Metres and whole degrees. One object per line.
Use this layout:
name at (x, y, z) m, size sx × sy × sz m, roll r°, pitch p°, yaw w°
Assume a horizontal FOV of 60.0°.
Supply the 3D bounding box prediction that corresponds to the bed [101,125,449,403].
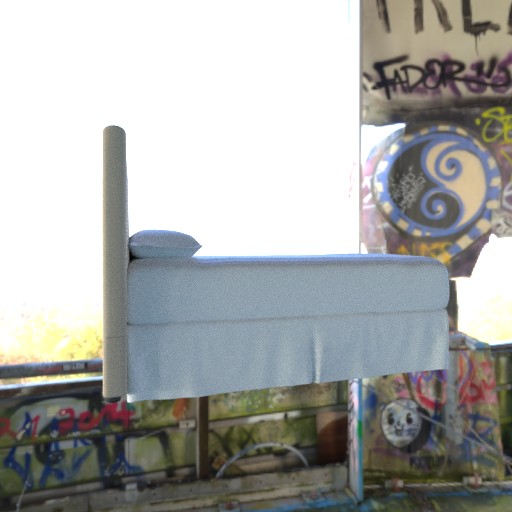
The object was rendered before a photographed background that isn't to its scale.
bed at (0.000, 0.000, 3.128) m, size 2.052 × 1.398 × 1.678 m, roll 0°, pitch 1°, yaw -19°
